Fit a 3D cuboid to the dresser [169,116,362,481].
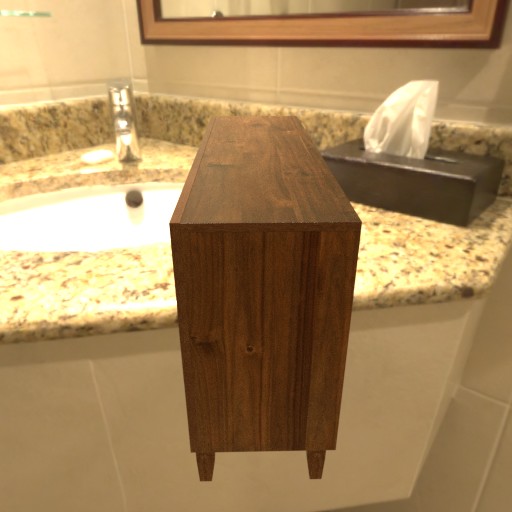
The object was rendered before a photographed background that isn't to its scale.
[{"bbox_3d":[0.000,0.000,1.803,0.446,0.873,1.400,-1,27,-1],"label":"dresser"}]
